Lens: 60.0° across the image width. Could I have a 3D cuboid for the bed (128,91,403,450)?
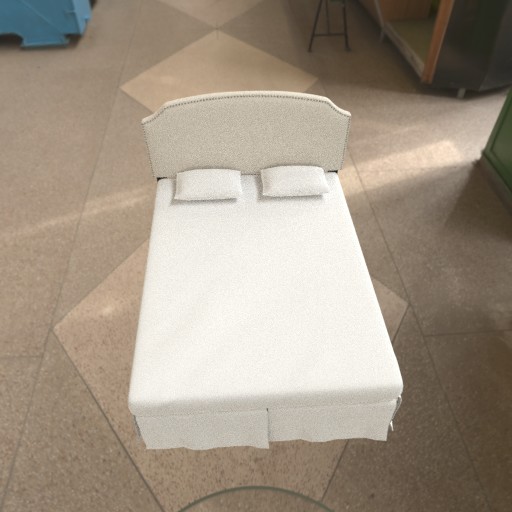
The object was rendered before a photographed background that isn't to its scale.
[{"bbox_3d":[0.000,0.000,2.879,1.558,1.270,1.999,-3,47,-3],"label":"bed"}]
